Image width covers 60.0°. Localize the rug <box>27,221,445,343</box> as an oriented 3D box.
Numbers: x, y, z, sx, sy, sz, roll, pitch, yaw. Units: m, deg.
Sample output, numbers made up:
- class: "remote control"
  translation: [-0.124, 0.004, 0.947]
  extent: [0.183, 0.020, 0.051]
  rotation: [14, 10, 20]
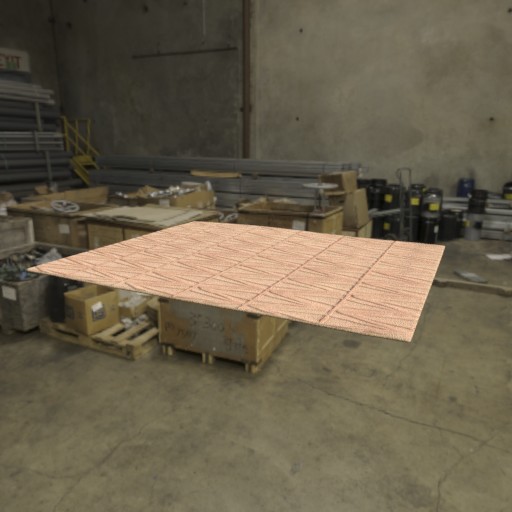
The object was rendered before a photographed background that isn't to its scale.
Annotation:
- class: "rug"
  translation: [0.000, 0.000, 4.064]
  extent: [3.052, 0.043, 2.453]
  rotation: [7, 16, 26]
